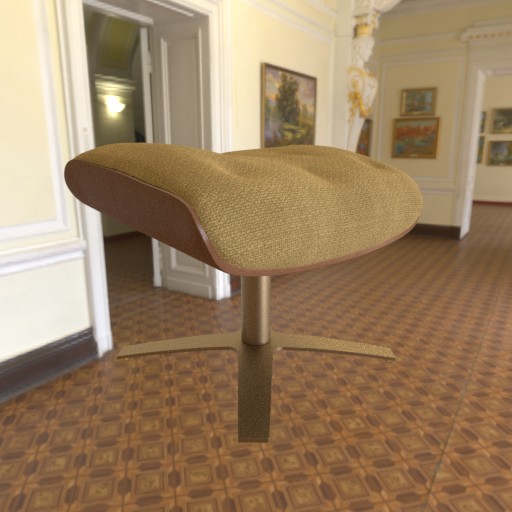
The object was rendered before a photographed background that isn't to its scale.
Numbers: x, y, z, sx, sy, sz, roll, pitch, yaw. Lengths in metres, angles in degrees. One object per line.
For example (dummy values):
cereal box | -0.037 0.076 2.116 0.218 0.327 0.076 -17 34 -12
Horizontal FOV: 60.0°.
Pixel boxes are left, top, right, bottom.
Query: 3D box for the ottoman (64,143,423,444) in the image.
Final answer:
ottoman | 0.000 0.000 0.795 0.520 0.391 0.394 -13 18 -43
